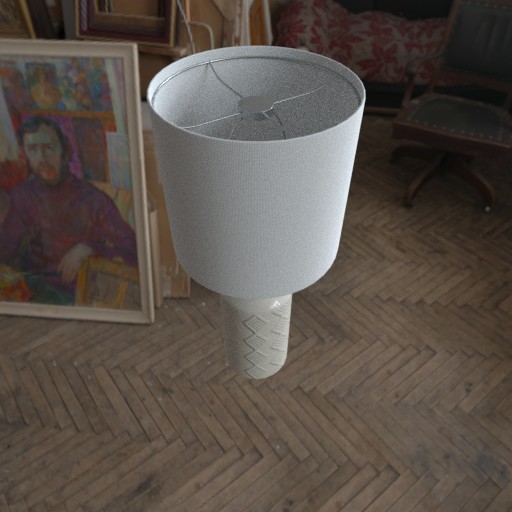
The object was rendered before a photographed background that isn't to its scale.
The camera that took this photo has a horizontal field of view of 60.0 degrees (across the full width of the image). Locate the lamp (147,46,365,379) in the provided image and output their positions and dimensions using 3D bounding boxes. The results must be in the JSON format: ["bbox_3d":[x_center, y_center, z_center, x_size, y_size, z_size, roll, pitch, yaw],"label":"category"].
[{"bbox_3d":[0.000,0.000,0.587,0.207,0.461,0.207,-23,50,-22],"label":"lamp"}]
